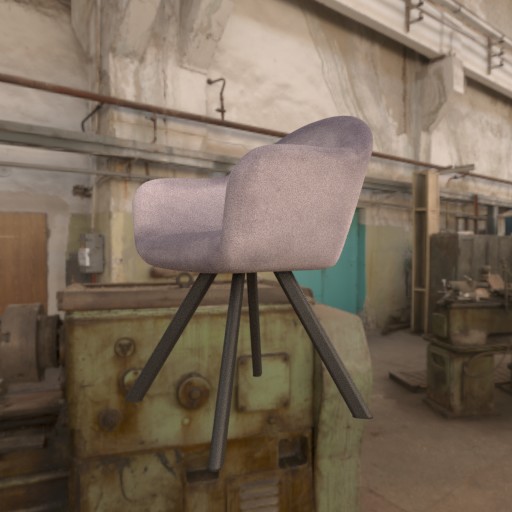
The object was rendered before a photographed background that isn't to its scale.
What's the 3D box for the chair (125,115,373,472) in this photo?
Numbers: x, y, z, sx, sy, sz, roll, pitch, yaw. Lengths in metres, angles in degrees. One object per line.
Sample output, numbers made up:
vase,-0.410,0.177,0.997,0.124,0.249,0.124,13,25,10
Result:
chair,0.000,0.000,1.154,0.540,0.780,0.570,-1,1,-36
